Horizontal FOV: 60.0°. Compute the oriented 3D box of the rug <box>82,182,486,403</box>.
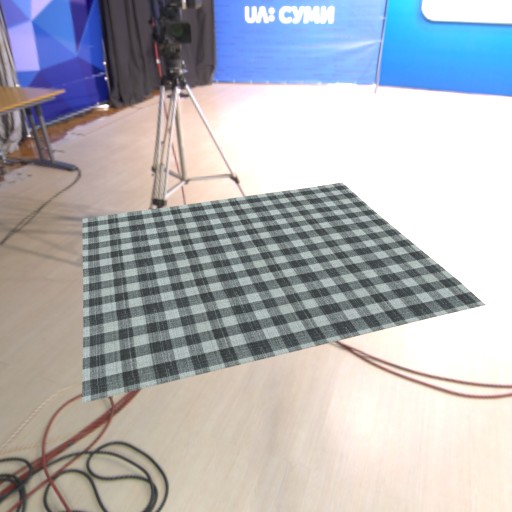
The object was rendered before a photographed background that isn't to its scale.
[{"bbox_3d":[0.000,0.000,4.053,3.021,0.013,2.432,-10,35,-15],"label":"rug"}]
